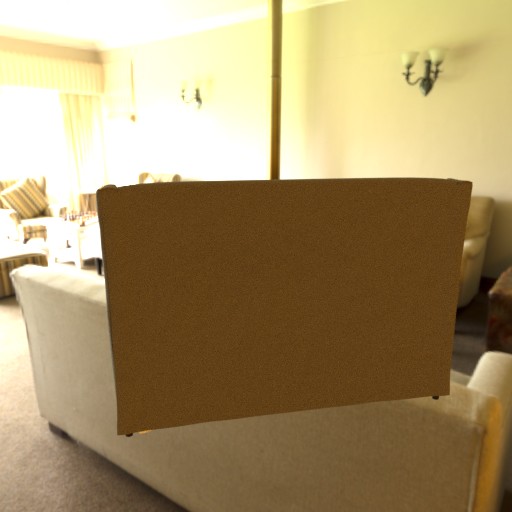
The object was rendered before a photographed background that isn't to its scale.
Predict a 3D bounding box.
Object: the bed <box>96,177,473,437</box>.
[{"bbox_3d":[0.000,0.000,3.380,1.925,1.332,2.276,-3,15,-11],"label":"bed"}]
